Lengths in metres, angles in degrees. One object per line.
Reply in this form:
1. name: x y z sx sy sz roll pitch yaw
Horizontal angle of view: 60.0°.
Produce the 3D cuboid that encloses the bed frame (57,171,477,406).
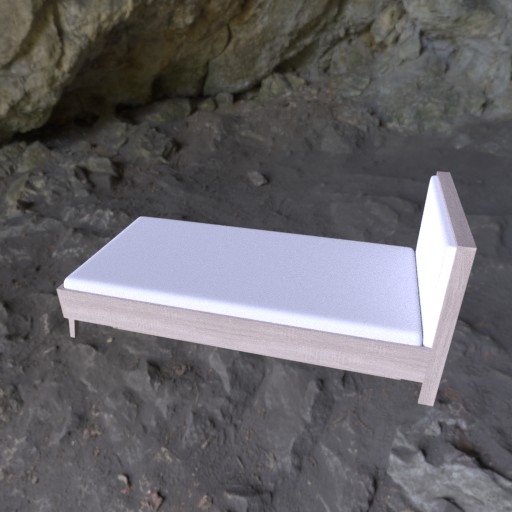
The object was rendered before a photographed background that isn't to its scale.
1. bed frame: 0.000 0.000 2.701 2.140 0.920 0.990 7 30 13
